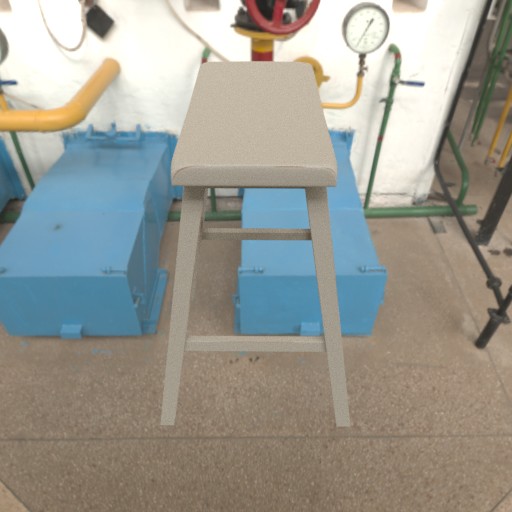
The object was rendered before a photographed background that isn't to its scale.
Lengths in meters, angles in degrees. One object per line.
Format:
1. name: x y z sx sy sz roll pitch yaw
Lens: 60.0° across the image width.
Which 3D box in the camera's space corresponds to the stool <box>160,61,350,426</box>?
1. stool: 0.000 0.000 1.039 0.476 0.737 0.457 0 41 0
